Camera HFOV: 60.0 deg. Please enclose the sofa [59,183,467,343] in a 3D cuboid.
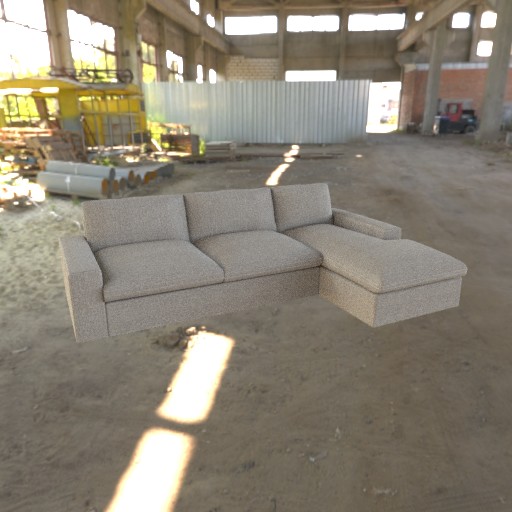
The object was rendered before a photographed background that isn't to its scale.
[{"bbox_3d":[0.000,0.000,3.445,2.718,0.813,1.689,-8,19,-25],"label":"sofa"}]
